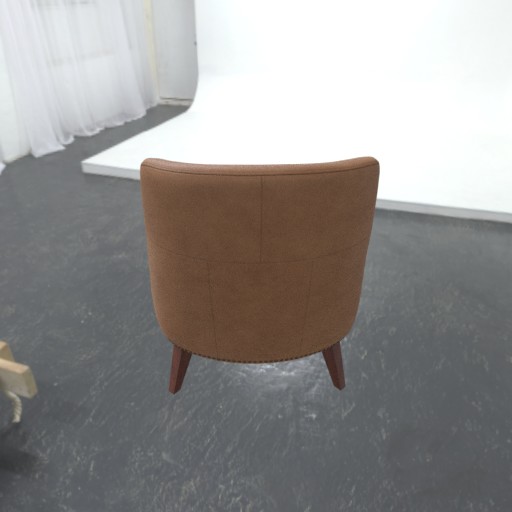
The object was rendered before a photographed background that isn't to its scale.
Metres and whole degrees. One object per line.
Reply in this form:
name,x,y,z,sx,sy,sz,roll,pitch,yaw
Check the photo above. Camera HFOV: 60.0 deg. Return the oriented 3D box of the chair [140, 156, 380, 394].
chair,0.000,0.000,1.521,0.701,0.909,0.861,-1,30,-2
